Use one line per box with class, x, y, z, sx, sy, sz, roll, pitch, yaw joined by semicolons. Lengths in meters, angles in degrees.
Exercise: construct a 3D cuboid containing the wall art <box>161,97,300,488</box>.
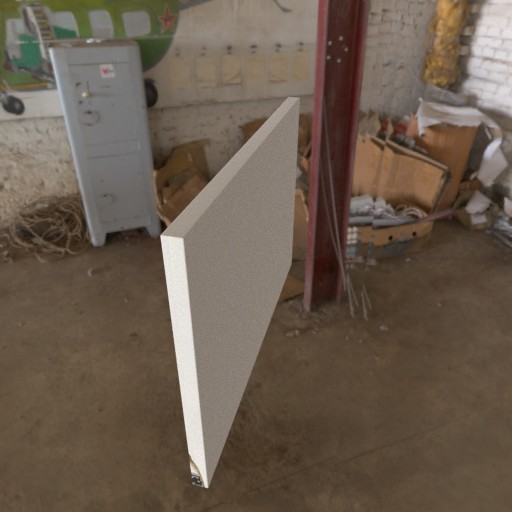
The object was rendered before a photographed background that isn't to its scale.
wall art;0.000;0.000;1.141;0.038;0.601;0.898;8;33;13
